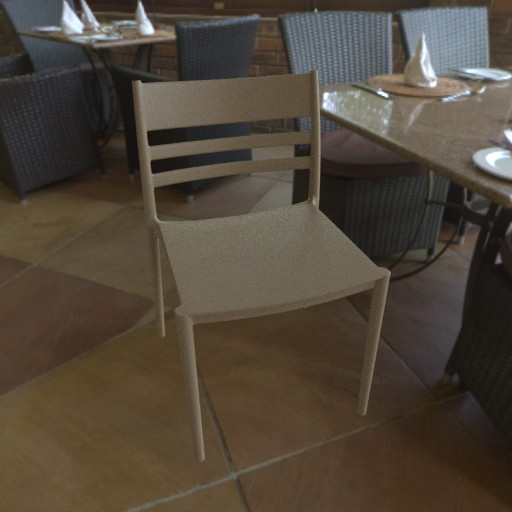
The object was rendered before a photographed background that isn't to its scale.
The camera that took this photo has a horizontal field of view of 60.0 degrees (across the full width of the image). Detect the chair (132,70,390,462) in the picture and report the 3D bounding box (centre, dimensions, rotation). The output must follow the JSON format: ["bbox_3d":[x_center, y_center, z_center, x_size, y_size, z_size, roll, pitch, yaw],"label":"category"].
[{"bbox_3d":[0.000,0.000,1.131,0.531,0.800,0.511,-10,33,-15],"label":"chair"}]
